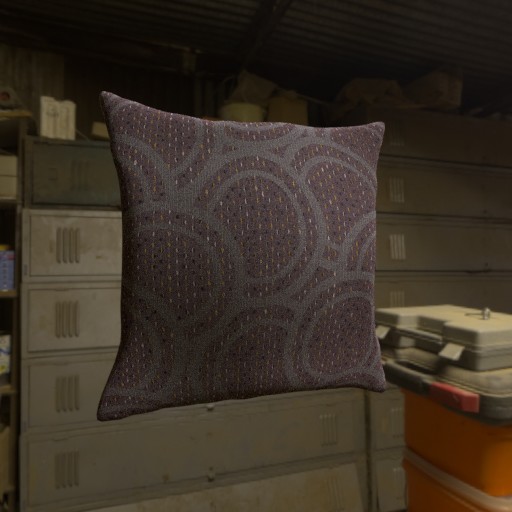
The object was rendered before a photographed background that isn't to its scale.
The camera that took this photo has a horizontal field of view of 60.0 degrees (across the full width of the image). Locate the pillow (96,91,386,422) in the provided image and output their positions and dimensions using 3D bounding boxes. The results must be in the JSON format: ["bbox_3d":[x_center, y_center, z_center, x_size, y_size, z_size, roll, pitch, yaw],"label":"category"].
[{"bbox_3d":[0.000,0.000,0.763,0.514,0.513,0.163,0,-1,-18],"label":"pillow"}]
